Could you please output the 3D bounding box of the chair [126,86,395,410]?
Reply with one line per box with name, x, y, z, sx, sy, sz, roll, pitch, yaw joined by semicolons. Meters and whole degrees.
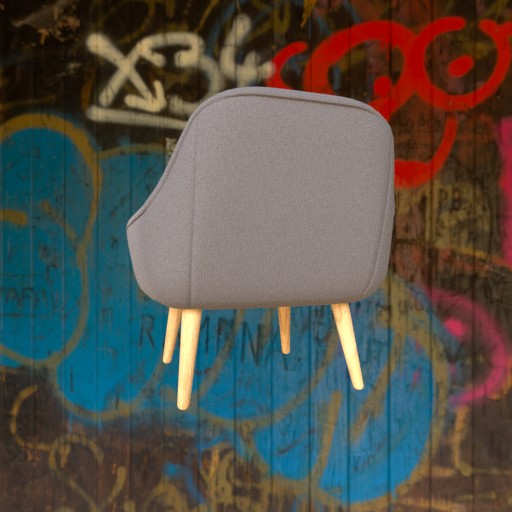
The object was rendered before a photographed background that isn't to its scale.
chair;0.000;0.000;1.419;0.770;0.800;0.779;0;0;-19
